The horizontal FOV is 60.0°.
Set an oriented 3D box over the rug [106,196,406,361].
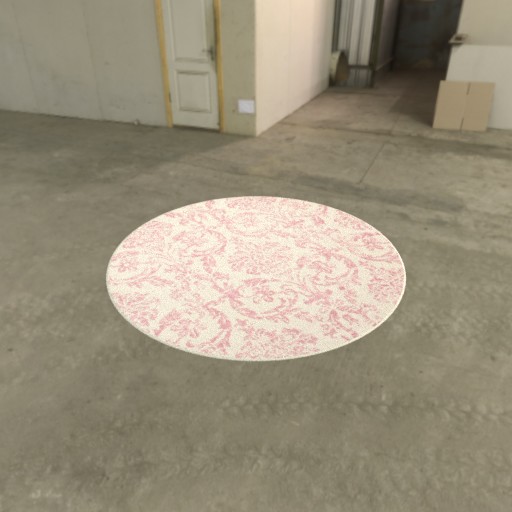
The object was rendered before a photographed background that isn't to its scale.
[{"bbox_3d":[0.000,0.000,2.449,1.593,0.012,1.593,0,32,0],"label":"rug"}]
